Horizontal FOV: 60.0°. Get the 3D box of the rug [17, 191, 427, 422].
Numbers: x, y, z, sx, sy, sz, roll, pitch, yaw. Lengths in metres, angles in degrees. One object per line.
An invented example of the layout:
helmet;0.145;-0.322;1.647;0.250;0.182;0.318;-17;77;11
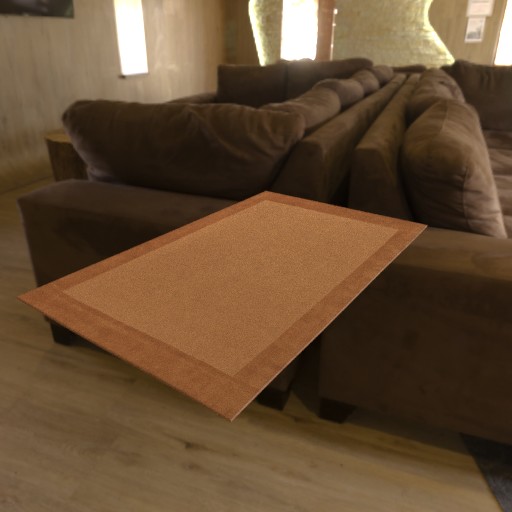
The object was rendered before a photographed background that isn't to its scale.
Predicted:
rug;0.000;0.000;2.945;1.524;0.014;2.438;17;30;32
